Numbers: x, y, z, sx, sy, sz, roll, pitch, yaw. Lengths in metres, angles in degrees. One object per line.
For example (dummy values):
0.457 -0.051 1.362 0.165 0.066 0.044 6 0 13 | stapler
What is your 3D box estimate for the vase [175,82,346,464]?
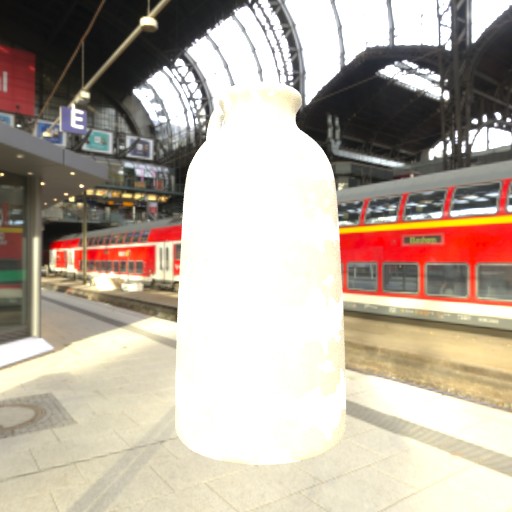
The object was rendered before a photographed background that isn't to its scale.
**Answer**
0.000 0.000 0.498 0.186 0.382 0.203 0 0 -37 | vase
